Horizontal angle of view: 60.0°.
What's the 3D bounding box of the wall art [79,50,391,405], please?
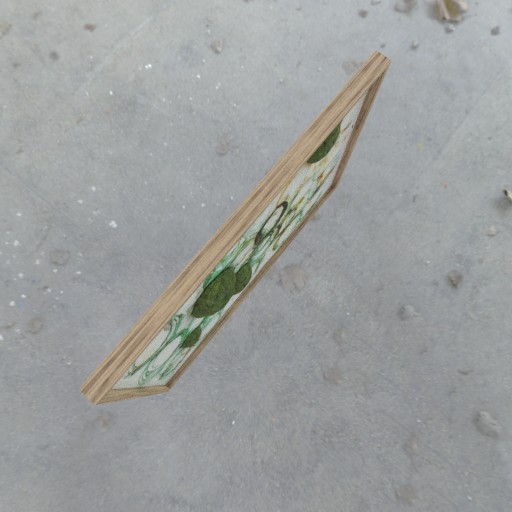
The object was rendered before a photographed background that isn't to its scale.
[{"bbox_3d":[0.000,0.000,1.095,0.063,0.609,0.841,38,78,10],"label":"wall art"}]
